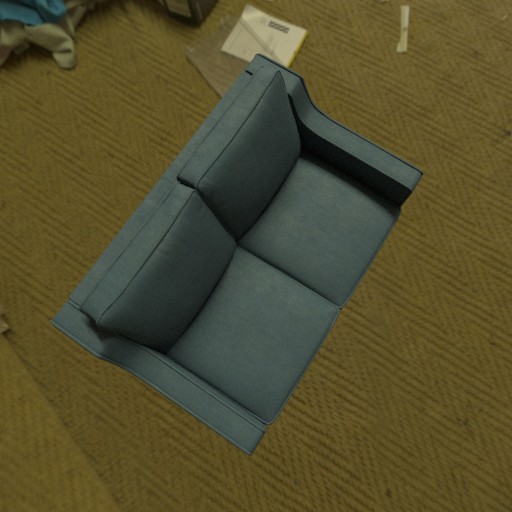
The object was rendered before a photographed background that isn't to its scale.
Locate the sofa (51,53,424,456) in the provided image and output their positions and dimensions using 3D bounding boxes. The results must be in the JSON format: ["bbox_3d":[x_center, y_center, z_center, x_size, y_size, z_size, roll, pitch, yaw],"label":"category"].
[{"bbox_3d":[0.000,0.000,2.167,0.987,0.971,1.501,33,78,8],"label":"sofa"}]
